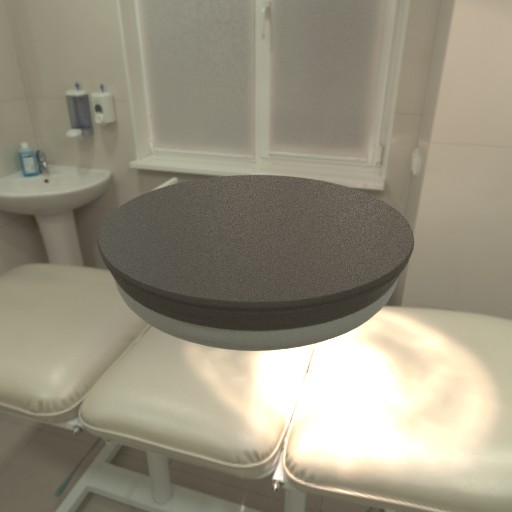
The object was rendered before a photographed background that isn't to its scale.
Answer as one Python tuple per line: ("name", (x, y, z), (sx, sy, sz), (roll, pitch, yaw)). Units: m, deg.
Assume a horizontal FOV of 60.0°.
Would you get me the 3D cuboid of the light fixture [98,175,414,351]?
("light fixture", (0.000, 0.000, 0.562), (0.368, 0.100, 0.368), (0, 27, 0))
